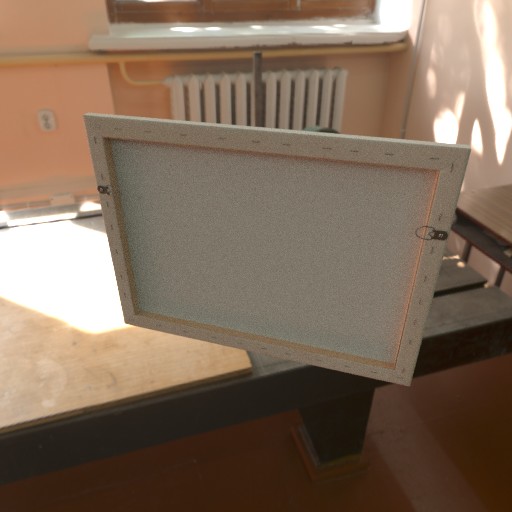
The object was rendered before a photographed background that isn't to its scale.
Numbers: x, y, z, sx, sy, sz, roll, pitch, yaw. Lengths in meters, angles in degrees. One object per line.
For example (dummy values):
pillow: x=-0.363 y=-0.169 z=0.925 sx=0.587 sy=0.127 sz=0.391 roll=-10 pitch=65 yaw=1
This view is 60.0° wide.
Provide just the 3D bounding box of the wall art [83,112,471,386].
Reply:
wall art: x=0.000 y=0.000 z=1.593 sx=1.219 sy=0.912 sz=0.042 roll=9 pitch=33 yaw=15
